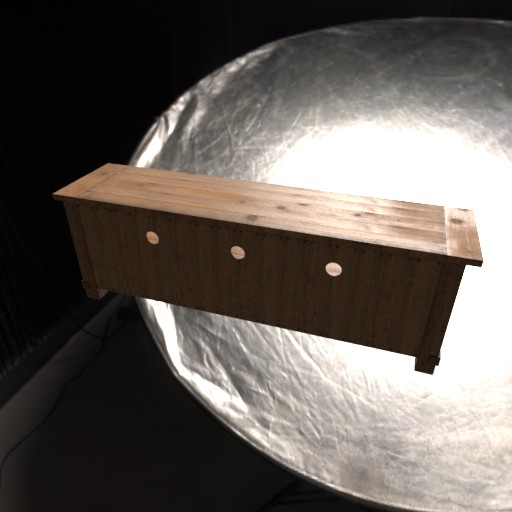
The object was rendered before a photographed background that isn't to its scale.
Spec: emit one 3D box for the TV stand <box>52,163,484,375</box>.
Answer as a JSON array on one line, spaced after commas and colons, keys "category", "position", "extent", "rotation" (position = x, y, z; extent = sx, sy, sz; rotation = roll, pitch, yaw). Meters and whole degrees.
[{"category": "TV stand", "position": [0.000, 0.000, 2.099], "extent": [1.804, 0.573, 0.453], "rotation": [10, 33, 16]}]
